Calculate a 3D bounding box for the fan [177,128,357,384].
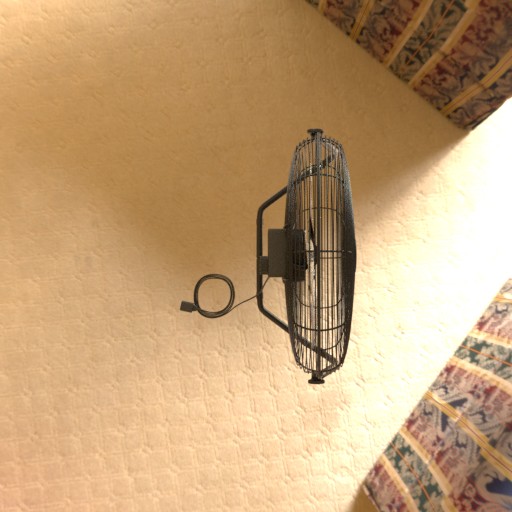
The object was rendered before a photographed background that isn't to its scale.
[{"bbox_3d":[0.000,0.000,0.937,0.424,0.546,0.555,0,88,0],"label":"fan"}]
